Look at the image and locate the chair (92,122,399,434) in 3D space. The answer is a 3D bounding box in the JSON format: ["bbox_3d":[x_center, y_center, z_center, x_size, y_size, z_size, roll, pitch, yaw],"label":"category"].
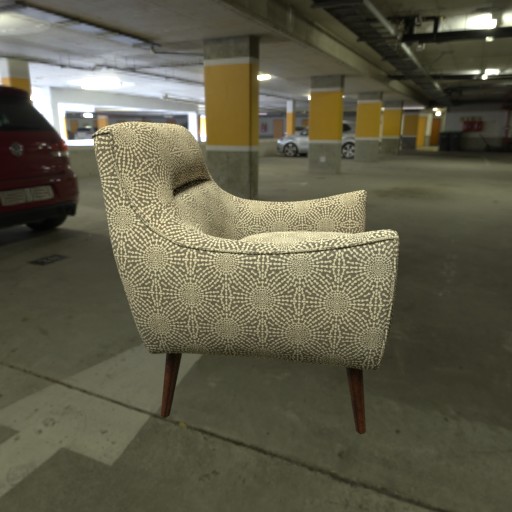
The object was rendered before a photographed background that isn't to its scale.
[{"bbox_3d":[0.000,0.000,1.453,0.787,0.838,0.762,2,16,7],"label":"chair"}]
